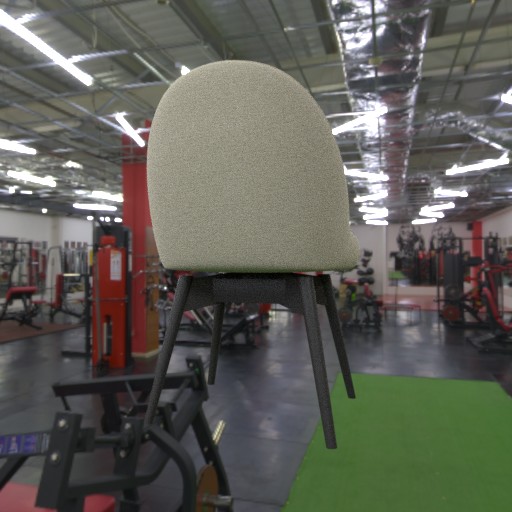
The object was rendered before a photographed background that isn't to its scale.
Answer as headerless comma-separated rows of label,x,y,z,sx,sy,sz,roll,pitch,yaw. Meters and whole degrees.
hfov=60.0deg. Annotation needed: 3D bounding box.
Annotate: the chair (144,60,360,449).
chair,0.000,0.000,1.192,0.532,0.838,0.540,0,-1,19
